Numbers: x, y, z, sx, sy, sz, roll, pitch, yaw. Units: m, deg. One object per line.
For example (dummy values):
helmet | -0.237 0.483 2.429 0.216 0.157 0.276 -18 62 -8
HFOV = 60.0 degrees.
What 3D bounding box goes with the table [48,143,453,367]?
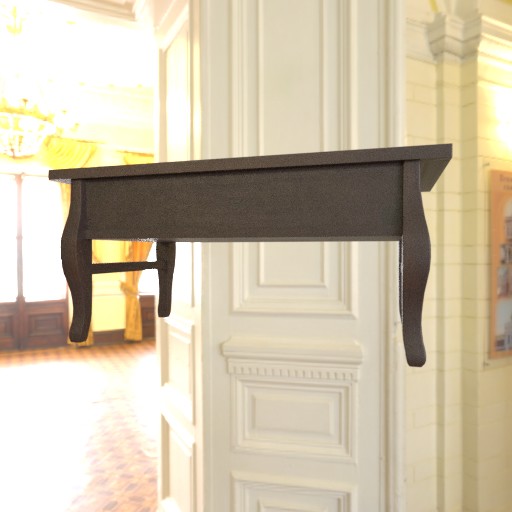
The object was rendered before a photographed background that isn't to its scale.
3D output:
table | 0.000 0.000 1.389 1.062 0.494 0.600 0 1 17
